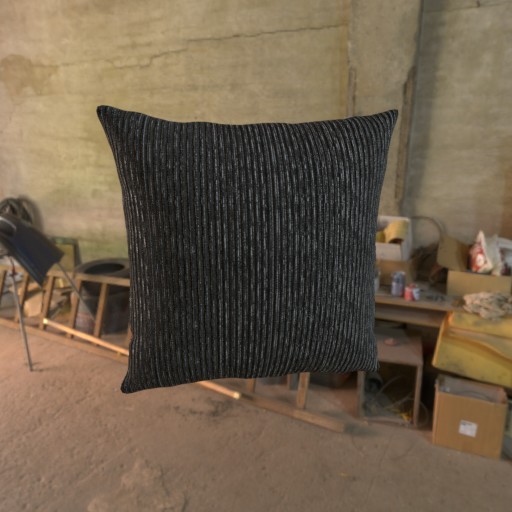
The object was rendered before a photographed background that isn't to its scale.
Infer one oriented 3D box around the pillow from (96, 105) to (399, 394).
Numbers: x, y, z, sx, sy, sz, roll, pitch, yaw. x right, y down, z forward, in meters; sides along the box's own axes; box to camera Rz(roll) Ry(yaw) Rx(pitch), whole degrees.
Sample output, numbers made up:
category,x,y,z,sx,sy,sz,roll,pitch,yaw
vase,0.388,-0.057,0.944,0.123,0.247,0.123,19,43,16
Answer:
category,x,y,z,sx,sy,sz,roll,pitch,yaw
pillow,0.000,0.000,0.678,0.433,0.434,0.196,-2,15,-9
